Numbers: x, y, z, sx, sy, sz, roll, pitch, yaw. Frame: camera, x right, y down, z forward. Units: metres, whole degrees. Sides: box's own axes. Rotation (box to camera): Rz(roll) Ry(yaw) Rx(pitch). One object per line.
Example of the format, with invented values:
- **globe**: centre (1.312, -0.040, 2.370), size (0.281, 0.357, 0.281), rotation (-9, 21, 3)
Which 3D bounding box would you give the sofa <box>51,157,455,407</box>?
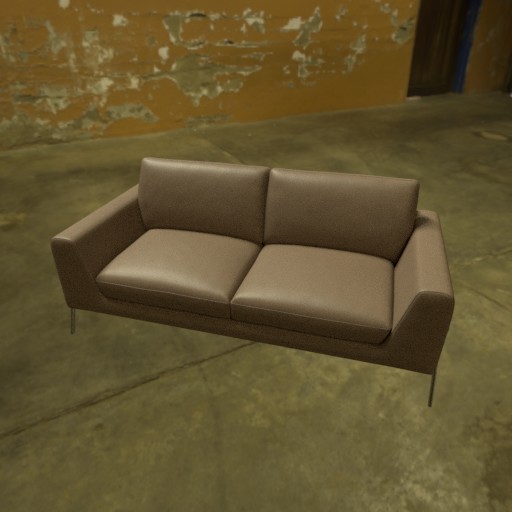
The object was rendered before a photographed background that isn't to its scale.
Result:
- **sofa**: centre (0.000, 0.000, 2.551), size (2.017, 0.875, 0.953), rotation (8, 29, 14)
